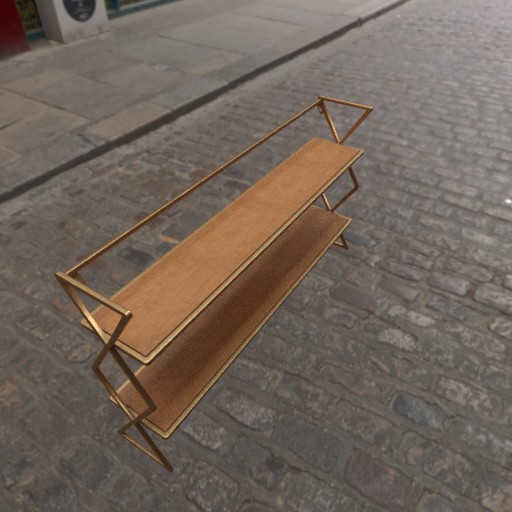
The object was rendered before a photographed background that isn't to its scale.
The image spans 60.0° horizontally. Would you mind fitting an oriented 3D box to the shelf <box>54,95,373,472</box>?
[{"bbox_3d":[0.000,0.000,1.005,0.150,0.450,0.822,23,45,25],"label":"shelf"}]
